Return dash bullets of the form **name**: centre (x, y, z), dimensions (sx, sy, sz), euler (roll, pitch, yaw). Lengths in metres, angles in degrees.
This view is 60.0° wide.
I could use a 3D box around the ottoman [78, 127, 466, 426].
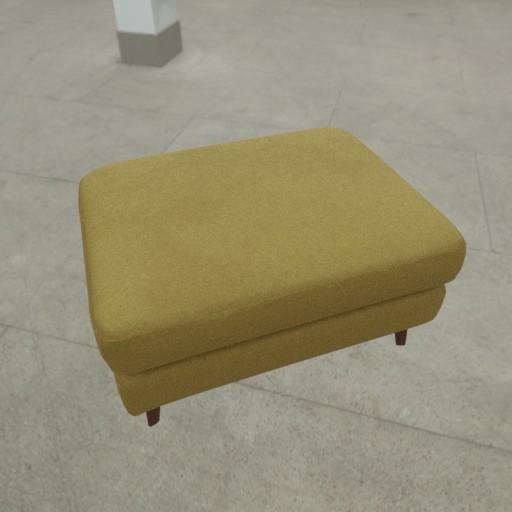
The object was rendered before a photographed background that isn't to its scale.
- **ottoman**: centre (0.000, 0.000, 1.163), dimensions (0.811, 0.449, 0.608), euler (-13, 44, -14)
